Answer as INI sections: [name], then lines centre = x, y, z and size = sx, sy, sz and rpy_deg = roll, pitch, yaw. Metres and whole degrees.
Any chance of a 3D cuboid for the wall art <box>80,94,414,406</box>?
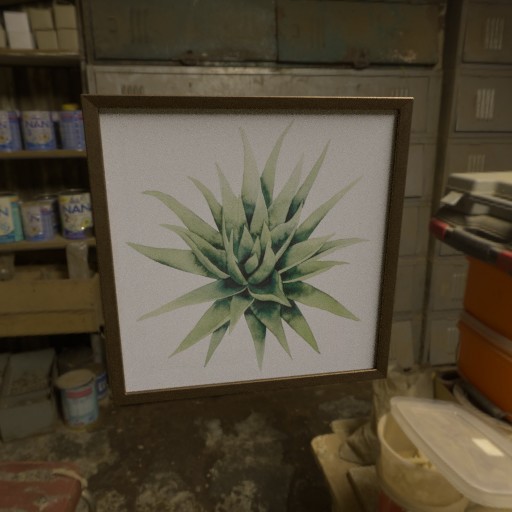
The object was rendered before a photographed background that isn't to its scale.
[wall art]
centre = 0.000, 0.000, 0.746
size = 0.503, 0.506, 0.030
rpy_deg = -3, 17, -10
